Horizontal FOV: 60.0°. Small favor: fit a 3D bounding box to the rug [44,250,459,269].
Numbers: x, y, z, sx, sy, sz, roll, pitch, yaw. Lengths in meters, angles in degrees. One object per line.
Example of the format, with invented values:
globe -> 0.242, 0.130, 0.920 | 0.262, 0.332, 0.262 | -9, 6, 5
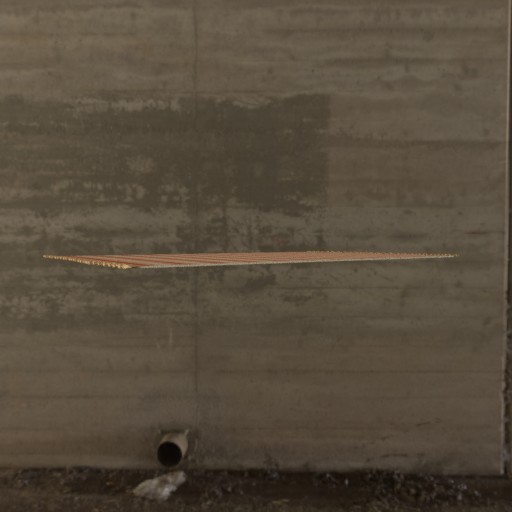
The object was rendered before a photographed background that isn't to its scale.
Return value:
rug -> 0.000, 0.000, 3.053 | 2.433, 0.022, 1.556 | -1, 2, -35
